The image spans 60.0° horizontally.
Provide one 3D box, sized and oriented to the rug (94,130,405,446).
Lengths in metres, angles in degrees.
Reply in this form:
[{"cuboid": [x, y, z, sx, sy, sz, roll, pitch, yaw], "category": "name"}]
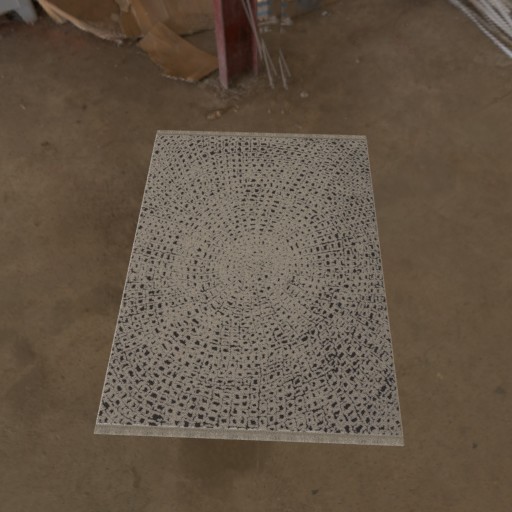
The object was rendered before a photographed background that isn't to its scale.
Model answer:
[{"cuboid": [0.000, 0.000, 2.111, 1.190, 0.003, 1.634, 2, 59, 1], "category": "rug"}]
